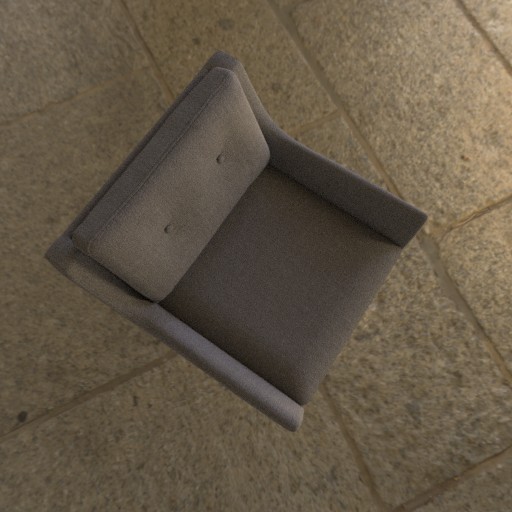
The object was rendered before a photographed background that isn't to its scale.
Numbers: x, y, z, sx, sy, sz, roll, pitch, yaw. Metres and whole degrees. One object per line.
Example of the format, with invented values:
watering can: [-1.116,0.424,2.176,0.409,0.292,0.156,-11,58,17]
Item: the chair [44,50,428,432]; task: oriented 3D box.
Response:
chair: [0.000,0.000,1.545,0.849,0.828,0.847,33,77,9]
